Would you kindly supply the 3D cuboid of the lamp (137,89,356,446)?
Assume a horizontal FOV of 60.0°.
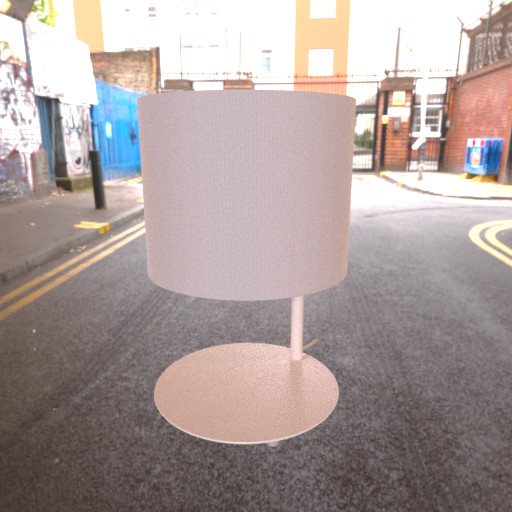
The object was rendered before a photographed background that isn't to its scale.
[{"bbox_3d":[0.000,0.000,0.690,0.299,0.454,0.341,14,20,43],"label":"lamp"}]
